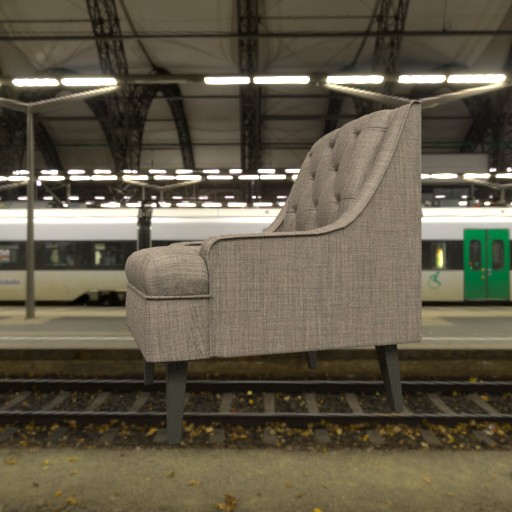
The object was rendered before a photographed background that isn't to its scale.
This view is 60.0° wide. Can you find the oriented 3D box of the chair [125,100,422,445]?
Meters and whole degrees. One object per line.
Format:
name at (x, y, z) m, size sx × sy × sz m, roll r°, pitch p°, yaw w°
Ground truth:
chair at (0.000, 0.000, 1.404) m, size 0.771 × 0.891 × 0.655 m, roll 0°, pitch 0°, yaw -20°
